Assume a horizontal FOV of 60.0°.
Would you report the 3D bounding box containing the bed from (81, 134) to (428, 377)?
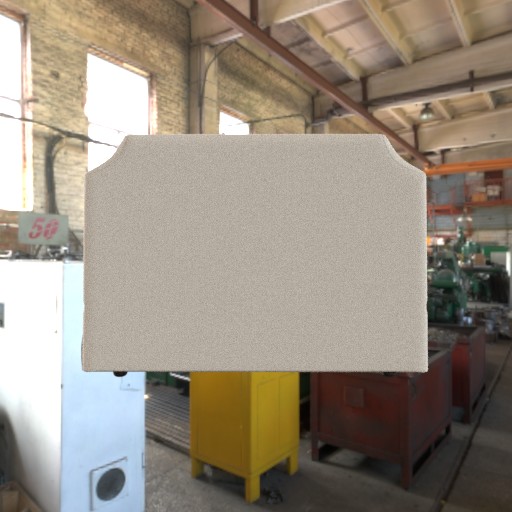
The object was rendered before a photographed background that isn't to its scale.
[{"bbox_3d":[0.000,0.000,3.561,1.977,1.293,2.498,0,0,0],"label":"bed"}]
